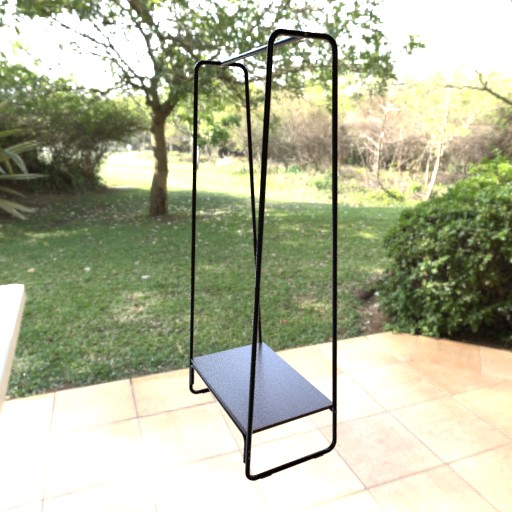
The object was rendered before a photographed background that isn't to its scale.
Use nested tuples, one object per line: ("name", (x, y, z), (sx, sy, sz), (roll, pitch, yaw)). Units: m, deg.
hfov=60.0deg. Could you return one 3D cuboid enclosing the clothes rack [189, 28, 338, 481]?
("clothes rack", (0.000, 0.000, 1.746), (0.400, 1.500, 0.640), (-8, 17, -26))
